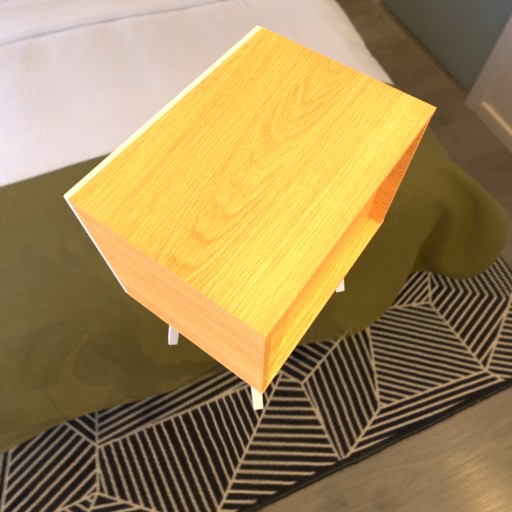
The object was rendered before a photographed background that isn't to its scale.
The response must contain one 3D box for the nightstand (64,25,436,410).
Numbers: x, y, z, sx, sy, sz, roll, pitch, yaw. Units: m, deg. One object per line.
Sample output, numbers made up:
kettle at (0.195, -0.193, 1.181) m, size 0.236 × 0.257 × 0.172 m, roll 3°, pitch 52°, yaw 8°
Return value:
nightstand at (0.000, 0.000, 0.836) m, size 0.316 × 0.601 × 0.400 m, roll 33°, pitch 67°, yaw 16°
